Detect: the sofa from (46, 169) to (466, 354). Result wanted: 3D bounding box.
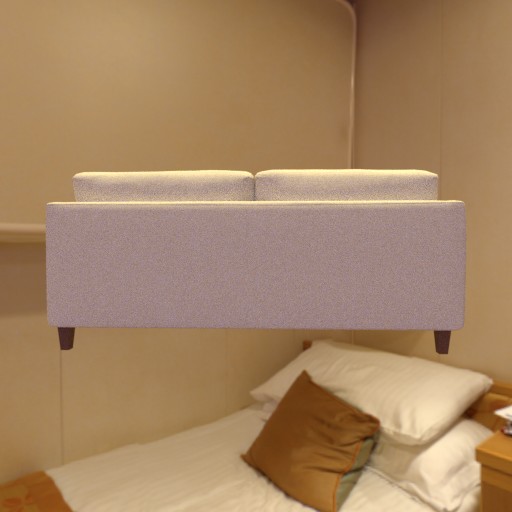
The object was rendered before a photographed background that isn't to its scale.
[{"bbox_3d":[0.000,0.000,2.524,1.981,0.889,0.965,0,1,3],"label":"sofa"}]
